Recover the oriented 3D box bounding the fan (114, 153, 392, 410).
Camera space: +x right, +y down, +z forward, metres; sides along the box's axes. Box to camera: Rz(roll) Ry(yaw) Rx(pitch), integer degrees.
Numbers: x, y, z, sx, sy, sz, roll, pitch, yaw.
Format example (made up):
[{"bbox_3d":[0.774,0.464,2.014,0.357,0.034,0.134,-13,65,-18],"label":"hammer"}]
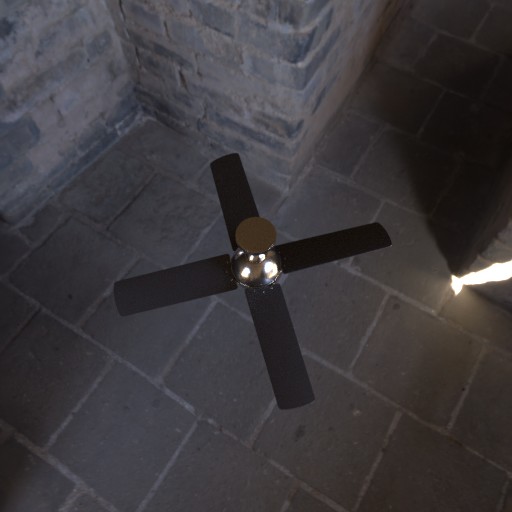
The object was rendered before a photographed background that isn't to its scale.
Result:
[{"bbox_3d":[0.000,0.000,2.007,1.332,0.403,1.332,-14,65,-7],"label":"fan"}]
